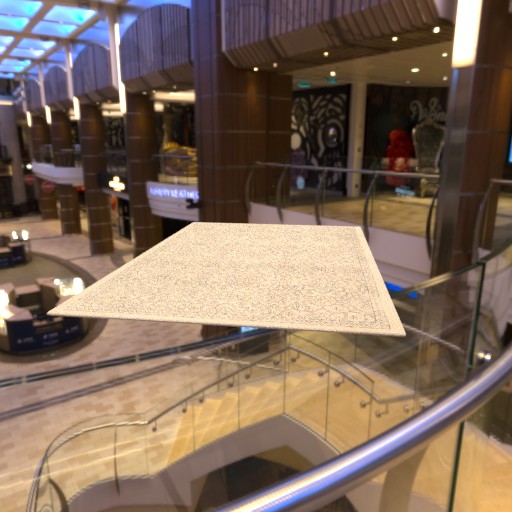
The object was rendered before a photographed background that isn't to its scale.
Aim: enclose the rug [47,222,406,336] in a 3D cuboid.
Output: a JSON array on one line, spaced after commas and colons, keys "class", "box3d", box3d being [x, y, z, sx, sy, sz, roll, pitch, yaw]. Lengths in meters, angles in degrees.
[{"class": "rug", "box3d": [0.000, 0.000, 2.341, 1.219, 0.010, 1.829, 2, 15, 8]}]
